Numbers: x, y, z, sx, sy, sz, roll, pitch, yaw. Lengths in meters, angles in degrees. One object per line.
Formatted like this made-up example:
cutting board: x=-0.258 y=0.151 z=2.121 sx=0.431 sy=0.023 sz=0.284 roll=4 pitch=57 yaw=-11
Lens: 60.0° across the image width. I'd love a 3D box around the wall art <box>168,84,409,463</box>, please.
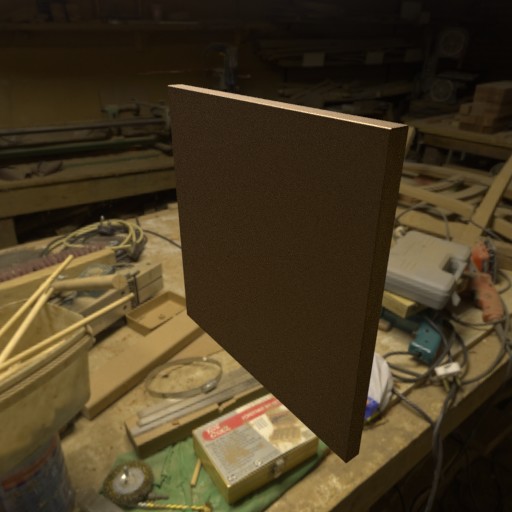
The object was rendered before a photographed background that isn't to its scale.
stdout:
wall art: x=0.000 y=0.000 z=0.756 sx=0.030 sy=0.506 sz=0.503 roll=-19 pitch=32 yaw=-32
